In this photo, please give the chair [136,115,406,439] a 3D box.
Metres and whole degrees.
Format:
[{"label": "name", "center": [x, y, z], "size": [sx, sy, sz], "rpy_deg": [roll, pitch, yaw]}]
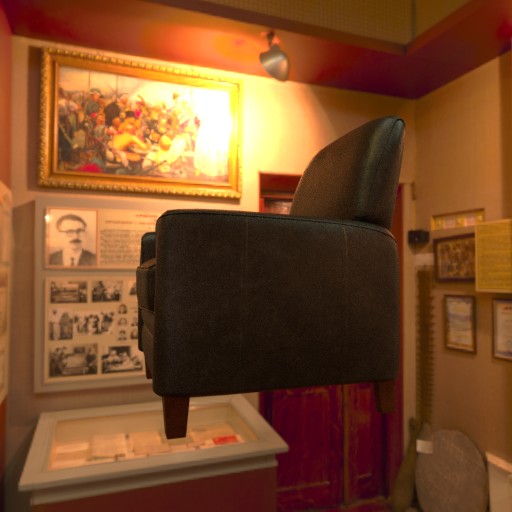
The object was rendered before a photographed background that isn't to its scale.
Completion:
[{"label": "chair", "center": [0.000, 0.000, 1.668], "size": [0.864, 1.014, 0.848], "rpy_deg": [1, -2, -18]}]
